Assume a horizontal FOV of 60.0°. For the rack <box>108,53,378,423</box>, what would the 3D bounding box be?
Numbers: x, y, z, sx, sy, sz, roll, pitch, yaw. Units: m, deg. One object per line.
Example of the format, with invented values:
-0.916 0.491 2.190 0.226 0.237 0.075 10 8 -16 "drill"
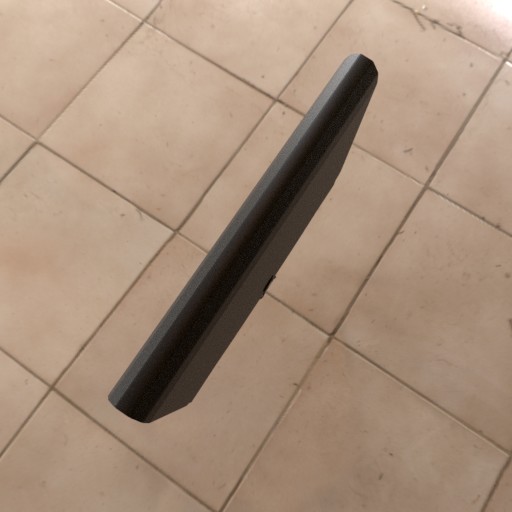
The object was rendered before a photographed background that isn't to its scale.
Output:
0.000 0.000 0.446 0.041 0.241 0.330 32 78 8 "rack"
